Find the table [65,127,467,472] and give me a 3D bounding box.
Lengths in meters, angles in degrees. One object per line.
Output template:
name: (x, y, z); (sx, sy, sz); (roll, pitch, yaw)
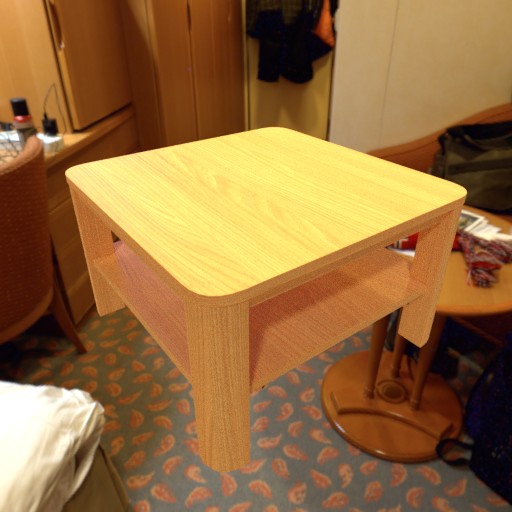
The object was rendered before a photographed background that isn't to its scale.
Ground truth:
table: (0.000, 0.000, 1.228); (0.750, 0.450, 0.750); (-21, 37, -31)
